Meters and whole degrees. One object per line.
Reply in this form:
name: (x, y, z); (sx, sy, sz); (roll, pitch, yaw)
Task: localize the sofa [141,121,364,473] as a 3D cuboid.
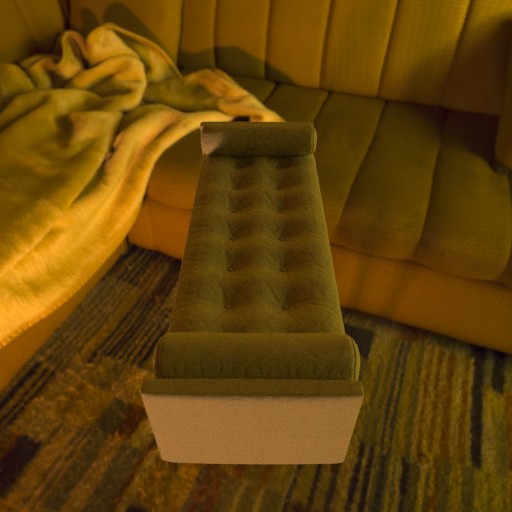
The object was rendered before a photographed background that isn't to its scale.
sofa: (0.000, 0.000, 2.471); (0.796, 0.705, 2.102); (0, 42, 0)
